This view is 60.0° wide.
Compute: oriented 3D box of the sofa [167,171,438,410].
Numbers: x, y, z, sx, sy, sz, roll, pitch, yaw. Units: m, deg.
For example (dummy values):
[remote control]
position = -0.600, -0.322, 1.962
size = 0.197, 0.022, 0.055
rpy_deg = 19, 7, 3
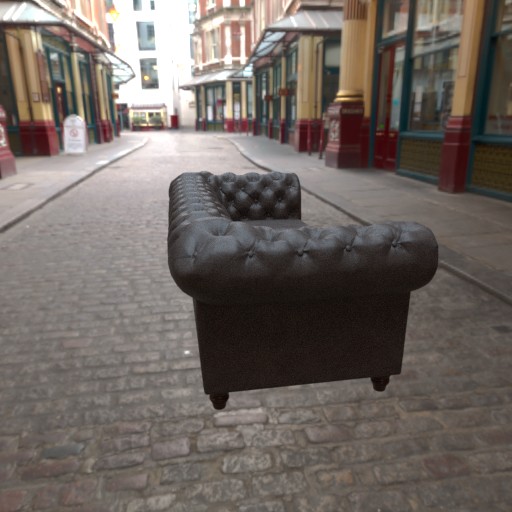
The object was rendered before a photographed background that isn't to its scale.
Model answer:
[sofa]
position = 0.000, 0.000, 2.483
size = 0.944, 0.779, 2.048
rpy_deg = -3, 17, -10
